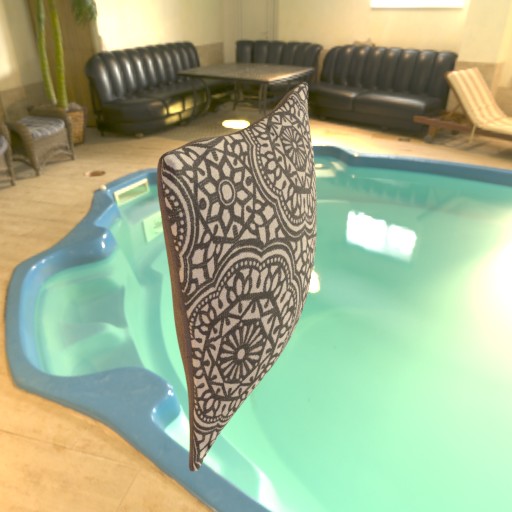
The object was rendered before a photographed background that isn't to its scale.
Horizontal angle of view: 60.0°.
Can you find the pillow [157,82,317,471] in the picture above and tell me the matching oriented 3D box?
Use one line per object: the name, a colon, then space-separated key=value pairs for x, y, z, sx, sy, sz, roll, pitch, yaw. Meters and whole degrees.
pillow: x=0.000 y=0.000 z=0.640 sx=0.148 sy=0.417 sz=0.436 roll=11 pitch=31 yaw=19
